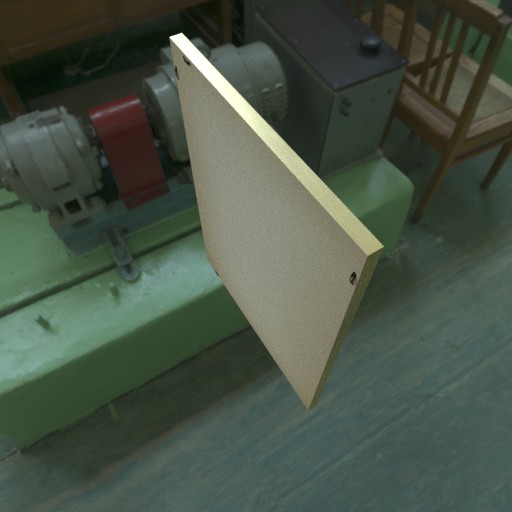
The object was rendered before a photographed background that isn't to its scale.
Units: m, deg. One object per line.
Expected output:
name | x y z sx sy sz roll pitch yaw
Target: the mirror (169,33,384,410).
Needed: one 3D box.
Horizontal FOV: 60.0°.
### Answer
mirror | 0.000 0.000 1.349 0.040 1.016 0.762 -28 61 -17
